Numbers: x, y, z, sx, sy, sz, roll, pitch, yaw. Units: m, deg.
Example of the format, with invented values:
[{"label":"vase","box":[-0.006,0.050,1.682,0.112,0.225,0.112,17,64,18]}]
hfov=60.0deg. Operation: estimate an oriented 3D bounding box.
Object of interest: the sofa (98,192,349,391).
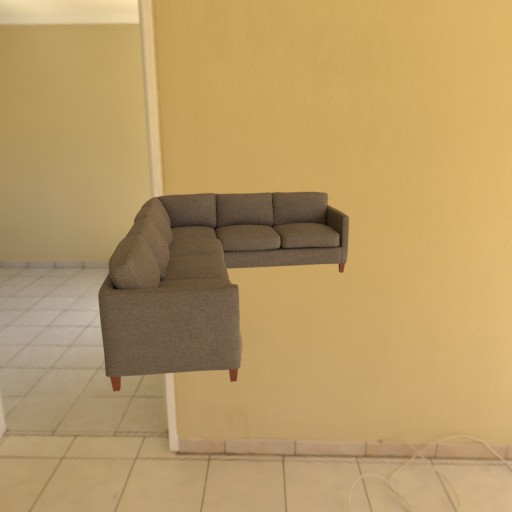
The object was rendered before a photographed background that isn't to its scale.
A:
[{"label":"sofa","box":[0.000,0.000,4.591,2.593,0.947,3.302,-2,16,-8]}]
